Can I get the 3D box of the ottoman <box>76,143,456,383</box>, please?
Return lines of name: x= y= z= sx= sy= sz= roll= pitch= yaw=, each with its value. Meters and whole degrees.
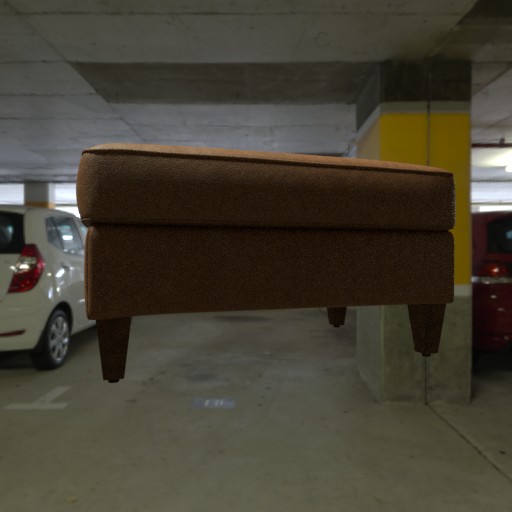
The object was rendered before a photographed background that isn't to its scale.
ottoman: x=0.000 y=0.000 z=1.178 sx=0.864 sy=0.483 sz=0.584 roll=0 pitch=0 yaw=-18
